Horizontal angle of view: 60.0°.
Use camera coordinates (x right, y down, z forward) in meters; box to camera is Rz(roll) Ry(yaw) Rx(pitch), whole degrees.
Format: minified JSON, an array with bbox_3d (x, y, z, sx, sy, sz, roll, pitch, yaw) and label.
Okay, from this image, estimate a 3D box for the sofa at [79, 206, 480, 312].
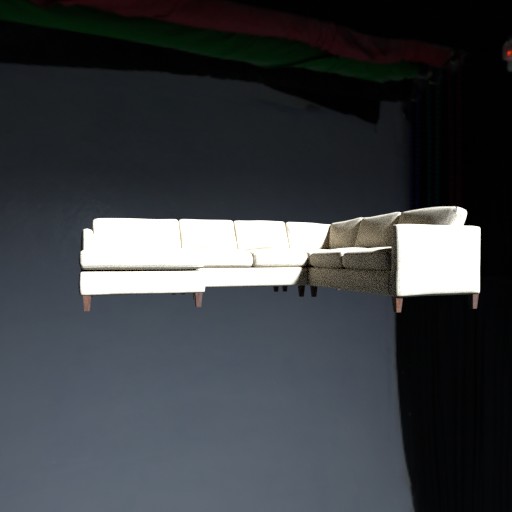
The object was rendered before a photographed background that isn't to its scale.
[{"bbox_3d":[0.000,0.000,4.630,3.460,0.959,2.593,0,0,-19],"label":"sofa"}]
